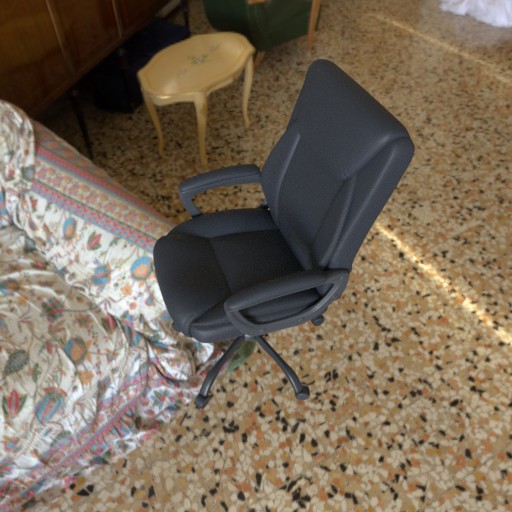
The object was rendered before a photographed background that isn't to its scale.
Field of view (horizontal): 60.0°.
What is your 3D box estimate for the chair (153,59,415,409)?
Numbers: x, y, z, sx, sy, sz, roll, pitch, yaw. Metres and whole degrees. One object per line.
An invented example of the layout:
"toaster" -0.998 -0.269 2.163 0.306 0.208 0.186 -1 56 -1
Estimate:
"chair" 0.000 0.000 1.466 0.655 1.072 0.615 -15 49 -14
